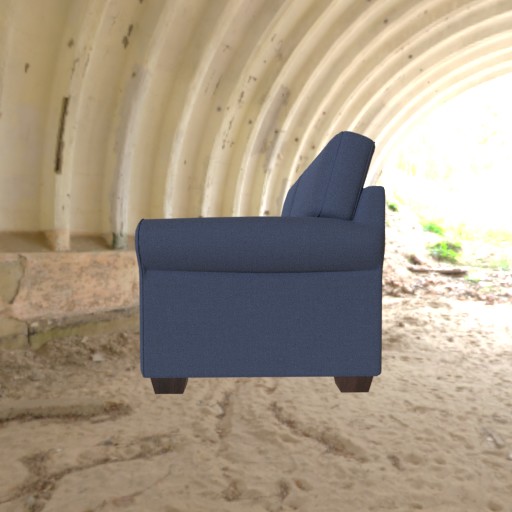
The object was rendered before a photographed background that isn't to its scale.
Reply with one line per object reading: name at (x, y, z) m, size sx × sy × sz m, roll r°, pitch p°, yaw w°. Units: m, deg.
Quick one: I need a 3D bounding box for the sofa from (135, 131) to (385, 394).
sofa at (0.000, 0.000, 2.576) m, size 0.940 × 1.020 × 1.930 m, roll 0°, pitch 2°, yaw -1°
